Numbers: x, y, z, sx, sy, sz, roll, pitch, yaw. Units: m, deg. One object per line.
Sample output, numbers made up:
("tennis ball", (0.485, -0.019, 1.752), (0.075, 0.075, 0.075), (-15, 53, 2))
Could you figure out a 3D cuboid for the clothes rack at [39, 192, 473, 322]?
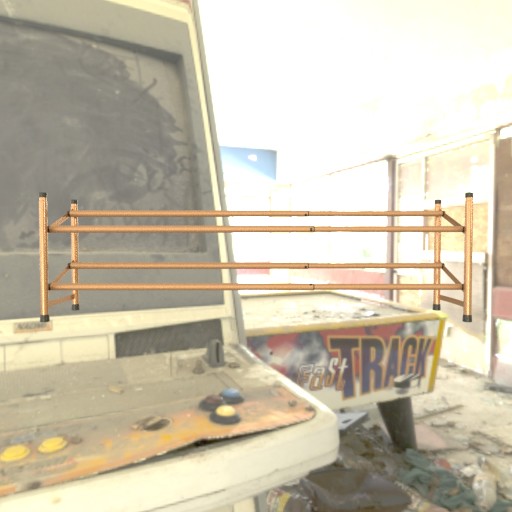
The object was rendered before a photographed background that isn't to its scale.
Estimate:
("clothes rack", (0.000, 0.000, 1.298), (1.168, 0.349, 0.229), (0, 2, 0))
